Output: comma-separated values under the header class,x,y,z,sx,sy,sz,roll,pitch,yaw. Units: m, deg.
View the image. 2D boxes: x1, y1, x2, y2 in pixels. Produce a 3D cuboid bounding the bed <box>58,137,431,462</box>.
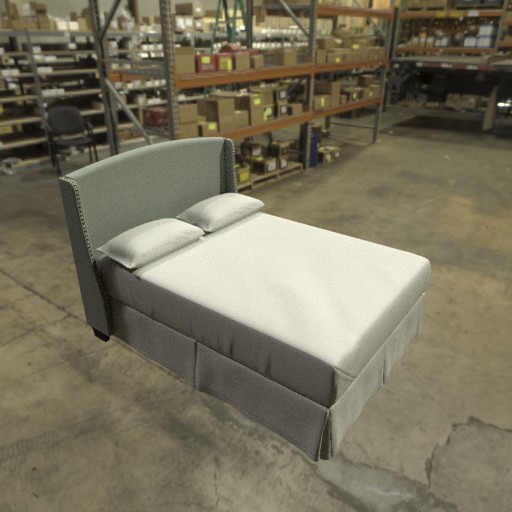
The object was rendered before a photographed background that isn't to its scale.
class,x,y,z,sx,sy,sz,roll,pitch,yaw
bed,0.000,0.000,3.384,2.237,1.407,1.710,19,32,33
